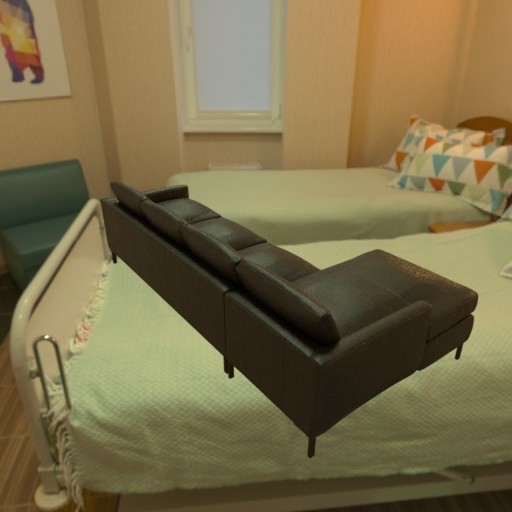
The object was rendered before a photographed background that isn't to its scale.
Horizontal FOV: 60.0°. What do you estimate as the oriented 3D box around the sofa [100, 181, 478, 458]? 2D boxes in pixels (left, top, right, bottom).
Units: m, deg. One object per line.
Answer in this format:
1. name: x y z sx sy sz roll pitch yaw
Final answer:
1. sofa: 0.000 0.000 3.590 1.471 0.859 2.993 -18 31 -32
